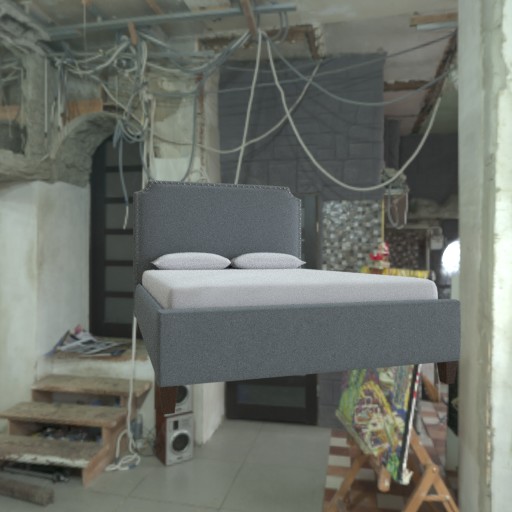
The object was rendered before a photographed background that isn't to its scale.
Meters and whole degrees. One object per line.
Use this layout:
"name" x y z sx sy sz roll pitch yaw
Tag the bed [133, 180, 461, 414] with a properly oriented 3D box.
"bed" 0.000 0.000 3.361 1.712 1.443 2.372 0 0 -18
